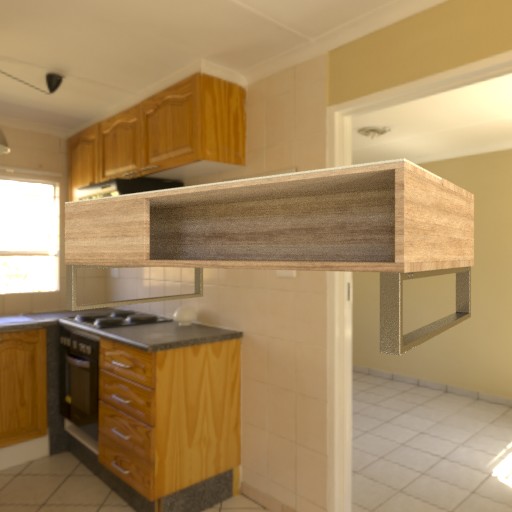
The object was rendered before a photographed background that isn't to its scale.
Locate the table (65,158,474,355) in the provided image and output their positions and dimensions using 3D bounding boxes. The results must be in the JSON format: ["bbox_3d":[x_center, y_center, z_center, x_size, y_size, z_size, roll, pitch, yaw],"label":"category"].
[{"bbox_3d":[0.000,0.000,1.350,1.100,0.350,0.600,0,0,37],"label":"table"}]
